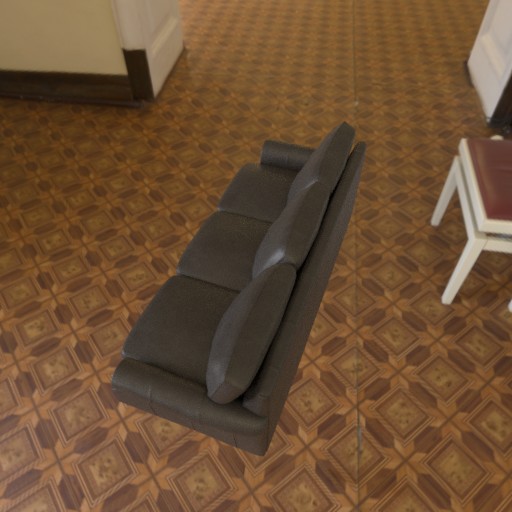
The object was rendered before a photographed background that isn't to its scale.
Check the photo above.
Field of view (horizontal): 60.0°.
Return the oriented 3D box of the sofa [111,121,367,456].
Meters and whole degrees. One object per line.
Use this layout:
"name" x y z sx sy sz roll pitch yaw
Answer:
"sofa" 0.000 0.000 3.002 0.974 0.977 2.387 16 50 14
